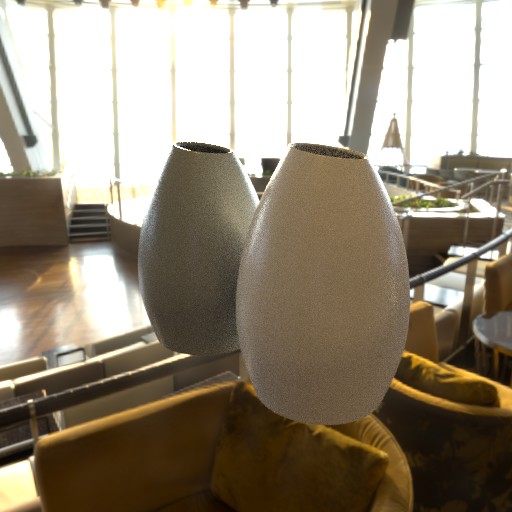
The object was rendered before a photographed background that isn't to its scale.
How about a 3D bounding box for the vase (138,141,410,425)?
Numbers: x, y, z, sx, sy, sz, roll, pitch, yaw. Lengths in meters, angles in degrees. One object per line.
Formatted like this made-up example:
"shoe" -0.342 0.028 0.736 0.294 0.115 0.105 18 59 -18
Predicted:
"vase" 0.000 0.000 0.263 0.089 0.131 0.187 -14 21 -42
